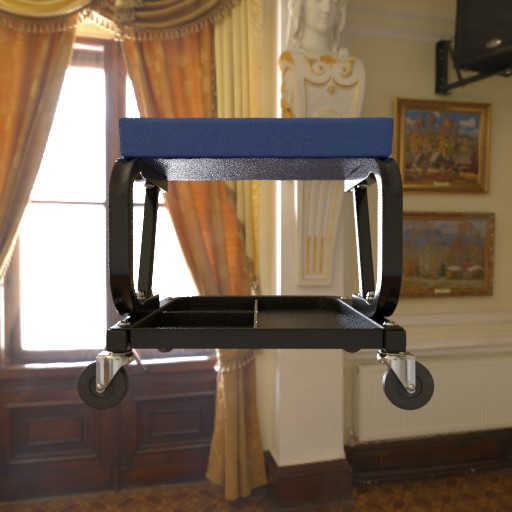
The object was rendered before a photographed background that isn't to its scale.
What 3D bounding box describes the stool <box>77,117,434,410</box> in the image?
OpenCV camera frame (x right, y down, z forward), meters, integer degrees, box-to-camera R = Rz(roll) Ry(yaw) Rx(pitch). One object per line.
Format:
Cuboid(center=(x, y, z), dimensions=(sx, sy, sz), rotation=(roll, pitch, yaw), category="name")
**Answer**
Cuboid(center=(0.000, 0.000, 0.718), dimensions=(0.446, 0.380, 0.371), rotation=(0, 1, 0), category="stool")
